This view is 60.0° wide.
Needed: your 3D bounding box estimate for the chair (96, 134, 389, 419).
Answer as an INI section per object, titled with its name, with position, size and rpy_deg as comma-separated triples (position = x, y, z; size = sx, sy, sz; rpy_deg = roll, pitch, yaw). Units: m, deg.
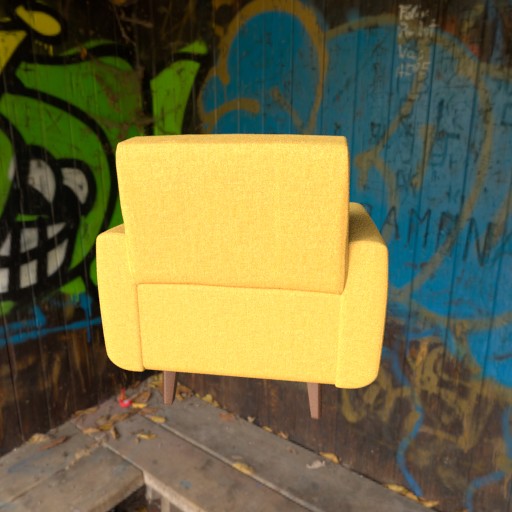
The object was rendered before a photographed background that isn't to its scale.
[chair]
position = 0.000, 0.000, 1.599
size = 0.831, 0.841, 0.909
rpy_deg = 2, 15, 9
